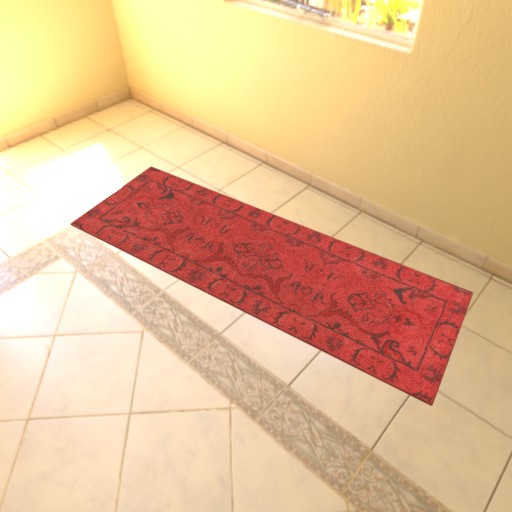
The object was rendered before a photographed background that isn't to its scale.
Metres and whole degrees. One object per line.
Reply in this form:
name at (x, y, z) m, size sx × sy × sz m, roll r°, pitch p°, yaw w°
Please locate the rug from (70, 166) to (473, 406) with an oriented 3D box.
rug at (0.000, 0.000, 2.762) m, size 2.439 × 0.018 × 0.813 m, roll 24°, pitch 50°, yaw 22°
